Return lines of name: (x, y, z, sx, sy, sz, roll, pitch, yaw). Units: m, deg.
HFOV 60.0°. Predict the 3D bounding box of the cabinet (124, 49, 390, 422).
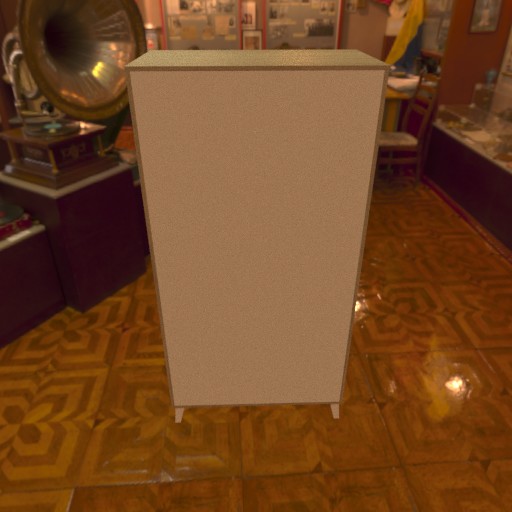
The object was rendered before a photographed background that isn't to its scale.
cabinet: (0.000, 0.000, 2.425, 1.006, 1.999, 0.571, -1, 30, -2)
